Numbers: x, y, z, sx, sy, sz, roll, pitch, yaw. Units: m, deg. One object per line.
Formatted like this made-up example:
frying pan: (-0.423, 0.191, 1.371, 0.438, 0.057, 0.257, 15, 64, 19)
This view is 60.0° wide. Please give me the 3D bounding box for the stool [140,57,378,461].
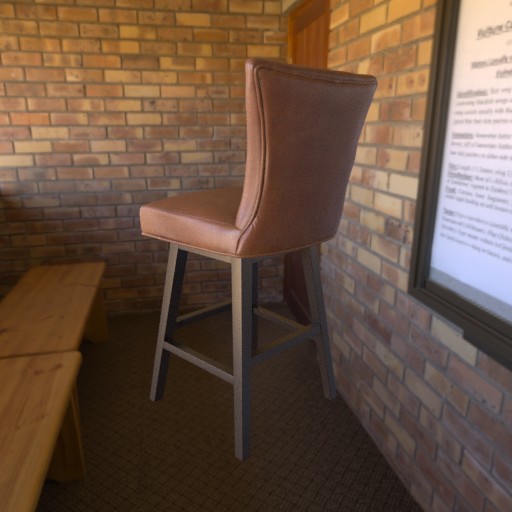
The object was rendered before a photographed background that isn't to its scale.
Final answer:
stool: (0.000, 0.000, 1.436, 0.522, 1.094, 0.585, -15, 22, -42)
